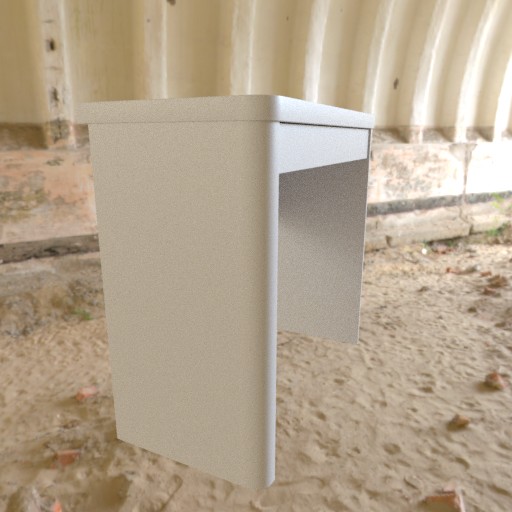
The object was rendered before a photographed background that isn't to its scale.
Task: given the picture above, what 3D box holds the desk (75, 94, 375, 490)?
[{"bbox_3d":[0.000,0.000,1.219,0.446,0.760,0.790,7,17,25],"label":"desk"}]
